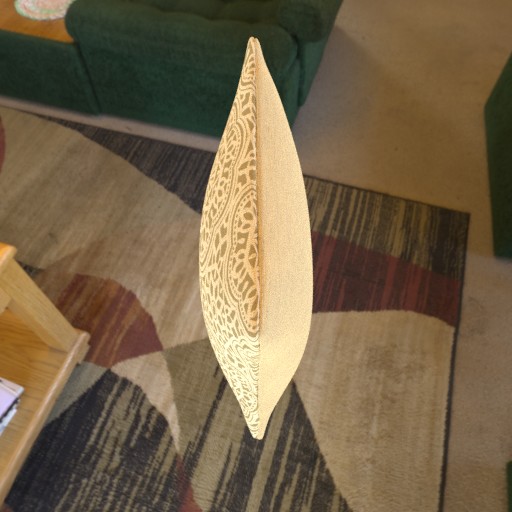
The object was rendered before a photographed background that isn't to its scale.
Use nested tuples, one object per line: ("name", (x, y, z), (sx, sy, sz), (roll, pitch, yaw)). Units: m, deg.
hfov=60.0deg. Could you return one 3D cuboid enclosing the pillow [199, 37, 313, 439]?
("pillow", (0.000, 0.000, 0.656), (0.167, 0.421, 0.438), (-1, 57, 0))
